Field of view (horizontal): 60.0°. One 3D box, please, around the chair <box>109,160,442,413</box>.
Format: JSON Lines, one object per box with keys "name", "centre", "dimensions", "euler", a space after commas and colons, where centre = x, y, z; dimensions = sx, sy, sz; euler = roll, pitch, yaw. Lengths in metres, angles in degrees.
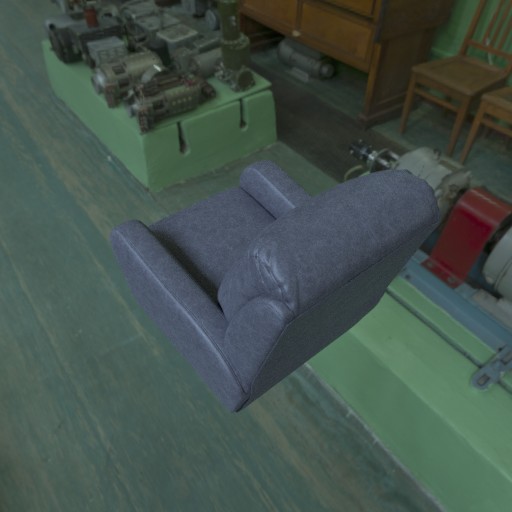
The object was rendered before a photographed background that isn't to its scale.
{"name": "chair", "centre": [0.000, 0.000, 1.803], "dimensions": [0.865, 1.067, 1.067], "euler": [-30, 53, -26]}
